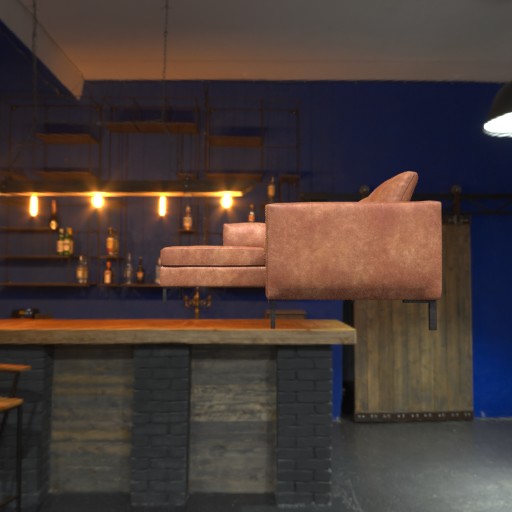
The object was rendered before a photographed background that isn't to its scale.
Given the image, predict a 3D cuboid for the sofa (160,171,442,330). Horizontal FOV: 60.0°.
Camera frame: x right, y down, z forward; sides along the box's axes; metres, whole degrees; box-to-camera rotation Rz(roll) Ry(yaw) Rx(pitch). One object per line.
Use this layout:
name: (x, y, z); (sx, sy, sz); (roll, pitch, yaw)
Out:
sofa: (0.000, 0.000, 3.729); (1.938, 0.877, 2.984); (0, -2, 1)
